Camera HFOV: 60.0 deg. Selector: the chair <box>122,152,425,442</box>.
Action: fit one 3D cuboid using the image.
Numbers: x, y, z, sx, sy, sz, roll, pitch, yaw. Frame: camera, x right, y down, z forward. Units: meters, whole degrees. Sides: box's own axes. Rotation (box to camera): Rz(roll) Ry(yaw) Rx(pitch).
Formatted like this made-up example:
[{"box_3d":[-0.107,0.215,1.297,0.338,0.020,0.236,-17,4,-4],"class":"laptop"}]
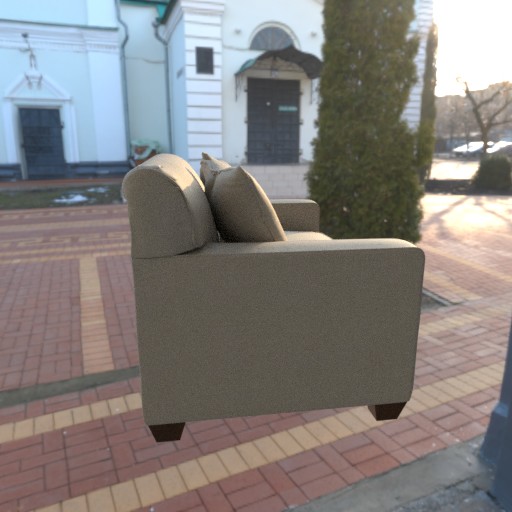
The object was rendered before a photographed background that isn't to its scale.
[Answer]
[{"box_3d":[0.000,0.000,2.083,1.000,0.948,1.383,-2,14,-9],"class":"chair"}]
